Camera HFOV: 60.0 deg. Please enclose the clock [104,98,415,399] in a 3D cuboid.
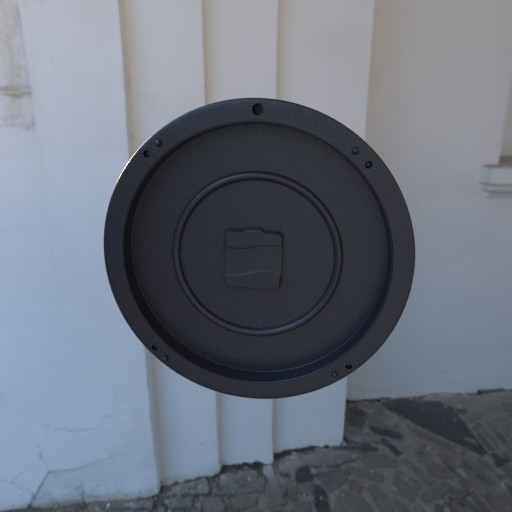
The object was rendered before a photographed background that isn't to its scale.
[{"bbox_3d":[0.000,0.000,0.449,0.300,0.300,0.060,2,17,7],"label":"clock"}]
